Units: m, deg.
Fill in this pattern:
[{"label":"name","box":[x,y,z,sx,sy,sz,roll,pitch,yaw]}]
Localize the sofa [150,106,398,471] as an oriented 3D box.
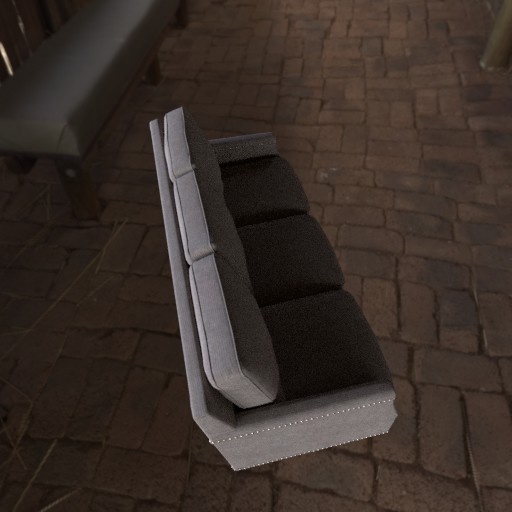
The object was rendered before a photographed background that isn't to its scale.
[{"label":"sofa","box":[0.000,0.000,2.796,1.034,1.042,2.226,-10,49,-9]}]
